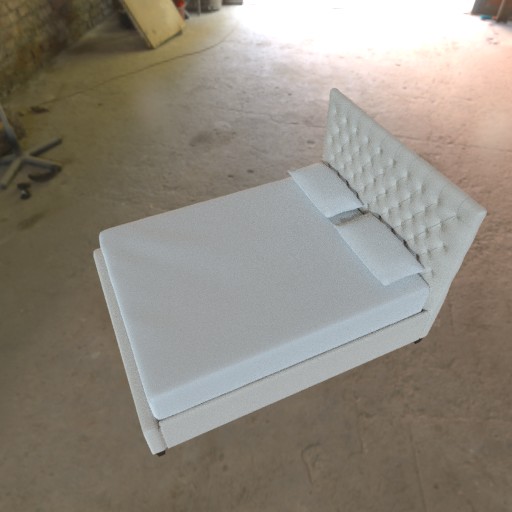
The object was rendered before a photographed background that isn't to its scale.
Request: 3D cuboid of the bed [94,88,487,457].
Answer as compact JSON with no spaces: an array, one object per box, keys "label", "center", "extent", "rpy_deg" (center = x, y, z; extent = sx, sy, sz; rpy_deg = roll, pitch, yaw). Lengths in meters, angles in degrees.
[{"label":"bed","center":[0.000,0.000,3.279],"extent":[2.233,1.426,1.696],"rpy_deg":[-18,49,-16]}]
